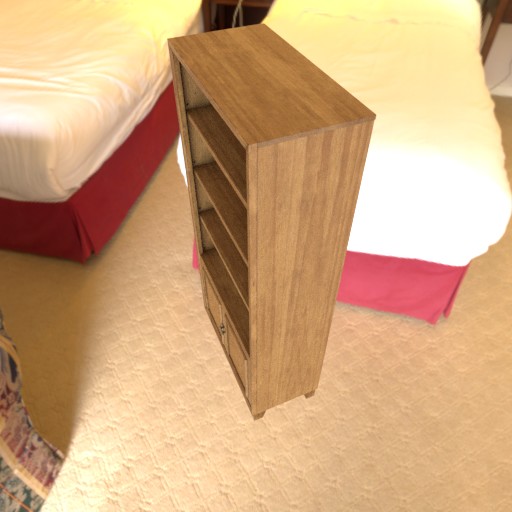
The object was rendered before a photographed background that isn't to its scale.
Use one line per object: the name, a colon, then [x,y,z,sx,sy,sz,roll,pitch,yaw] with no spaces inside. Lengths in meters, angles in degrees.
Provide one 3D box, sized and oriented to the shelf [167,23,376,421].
shelf: [0.000,0.000,2.302,0.453,1.930,0.864,-17,49,-16]
